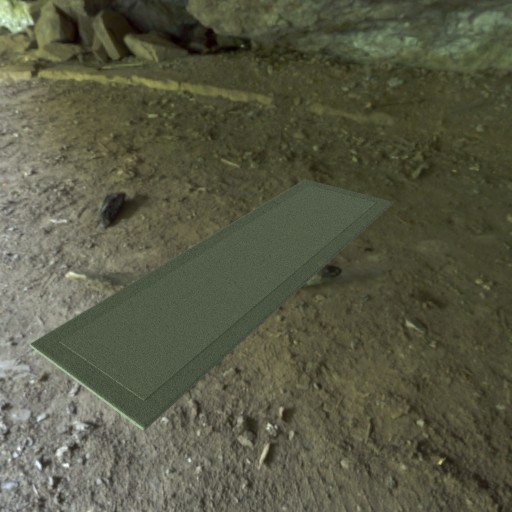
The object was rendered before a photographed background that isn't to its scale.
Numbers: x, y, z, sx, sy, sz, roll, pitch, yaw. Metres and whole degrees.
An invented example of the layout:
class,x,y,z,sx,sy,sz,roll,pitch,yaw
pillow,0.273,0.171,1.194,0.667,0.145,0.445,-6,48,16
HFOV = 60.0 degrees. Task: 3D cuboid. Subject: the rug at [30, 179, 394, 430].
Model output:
class,x,y,z,sx,sy,sz,roll,pitch,yaw
rug,0.000,0.000,2.637,0.759,0.012,2.430,21,37,30
